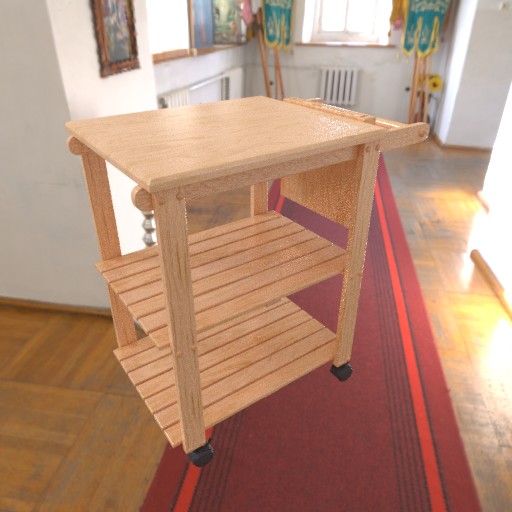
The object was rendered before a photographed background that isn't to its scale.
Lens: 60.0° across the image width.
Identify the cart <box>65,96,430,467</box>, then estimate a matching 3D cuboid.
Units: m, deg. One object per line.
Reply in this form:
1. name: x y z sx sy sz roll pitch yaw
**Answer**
1. cart: 0.000 0.000 1.330 0.843 0.816 0.520 -20 35 -30
